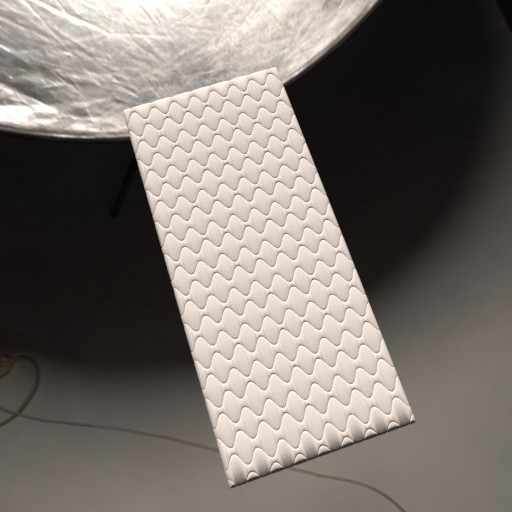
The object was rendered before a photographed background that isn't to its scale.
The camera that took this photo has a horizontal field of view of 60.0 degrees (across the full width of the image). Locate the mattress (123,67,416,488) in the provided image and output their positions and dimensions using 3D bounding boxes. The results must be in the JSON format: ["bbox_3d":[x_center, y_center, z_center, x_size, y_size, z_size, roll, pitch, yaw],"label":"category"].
[{"bbox_3d":[0.000,0.000,2.303,0.900,0.200,2.000,-18,76,-5],"label":"mattress"}]
